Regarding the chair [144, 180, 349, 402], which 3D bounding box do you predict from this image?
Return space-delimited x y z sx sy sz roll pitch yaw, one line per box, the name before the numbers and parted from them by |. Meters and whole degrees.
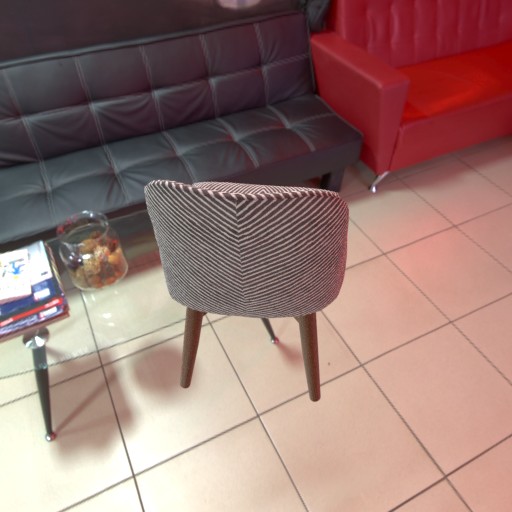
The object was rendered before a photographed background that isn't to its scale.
chair | 0.000 0.000 1.248 0.504 0.883 0.591 5 46 4
